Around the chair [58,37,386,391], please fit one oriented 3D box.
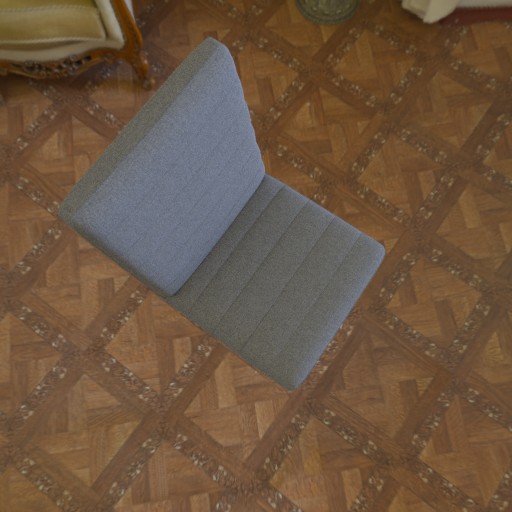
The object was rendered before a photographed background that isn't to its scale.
[{"bbox_3d":[0.000,0.000,1.306,0.634,0.930,0.520,34,78,8],"label":"chair"}]
